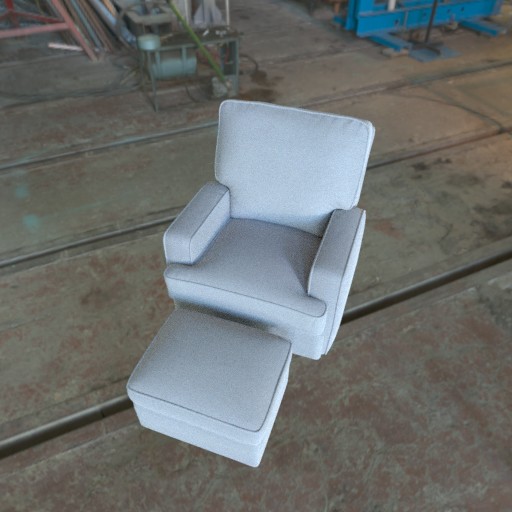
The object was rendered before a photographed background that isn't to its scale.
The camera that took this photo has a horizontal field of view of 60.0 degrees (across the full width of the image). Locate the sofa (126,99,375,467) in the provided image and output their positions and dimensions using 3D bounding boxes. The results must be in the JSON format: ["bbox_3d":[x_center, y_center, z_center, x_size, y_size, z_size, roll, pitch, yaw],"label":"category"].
[{"bbox_3d":[0.000,0.000,2.026,0.861,0.959,1.472,14,44,14],"label":"sofa"}]
